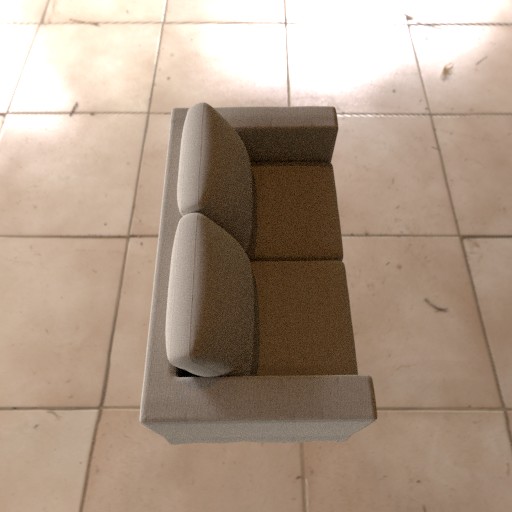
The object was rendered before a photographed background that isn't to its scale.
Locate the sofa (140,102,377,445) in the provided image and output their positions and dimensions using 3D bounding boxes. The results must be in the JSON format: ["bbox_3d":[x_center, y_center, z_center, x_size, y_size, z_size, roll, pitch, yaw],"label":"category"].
[{"bbox_3d":[0.000,0.000,2.425,1.009,0.932,1.813,-1,62,0],"label":"sofa"}]
